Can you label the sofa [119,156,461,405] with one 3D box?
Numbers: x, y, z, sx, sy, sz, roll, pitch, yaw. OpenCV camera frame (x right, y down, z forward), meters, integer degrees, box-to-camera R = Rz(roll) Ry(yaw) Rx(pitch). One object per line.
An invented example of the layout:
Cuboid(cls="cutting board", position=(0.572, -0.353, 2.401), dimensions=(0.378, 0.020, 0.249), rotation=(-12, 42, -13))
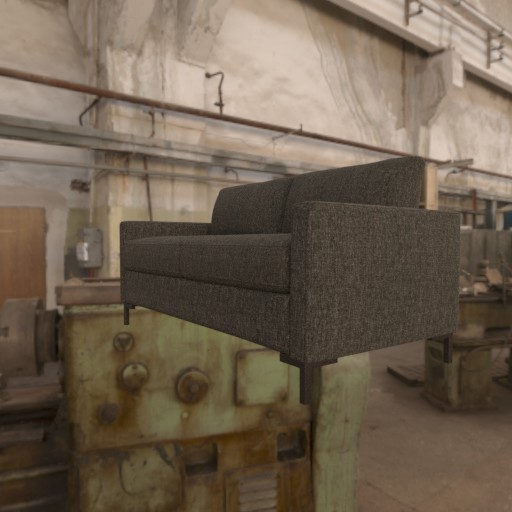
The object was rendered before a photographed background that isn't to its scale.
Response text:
Cuboid(cls="sofa", position=(0.000, 0.000, 2.245), dimensions=(0.866, 0.862, 1.716), rotation=(-1, 2, -36))
